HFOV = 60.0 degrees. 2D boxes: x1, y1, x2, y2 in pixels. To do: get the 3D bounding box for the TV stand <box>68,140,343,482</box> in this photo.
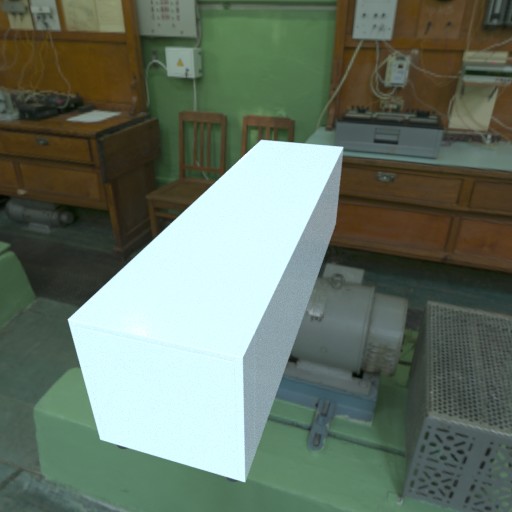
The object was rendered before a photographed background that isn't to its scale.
[{"bbox_3d":[0.000,0.000,1.661,0.410,0.440,1.500,9,31,15],"label":"TV stand"}]
